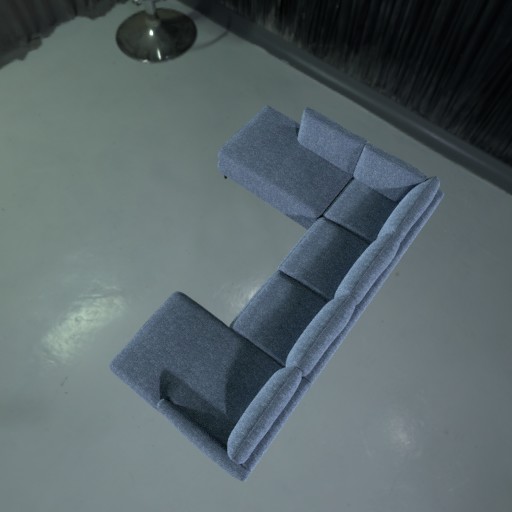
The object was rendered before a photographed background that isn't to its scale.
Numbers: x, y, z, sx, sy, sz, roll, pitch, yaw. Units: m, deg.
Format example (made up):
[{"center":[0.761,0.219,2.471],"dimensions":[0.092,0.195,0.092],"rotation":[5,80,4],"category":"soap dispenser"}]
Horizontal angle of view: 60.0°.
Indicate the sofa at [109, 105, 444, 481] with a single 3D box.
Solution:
[{"center":[0.000,0.000,3.584],"dimensions":[1.879,0.756,2.737],"rotation":[35,68,16],"category":"sofa"}]
